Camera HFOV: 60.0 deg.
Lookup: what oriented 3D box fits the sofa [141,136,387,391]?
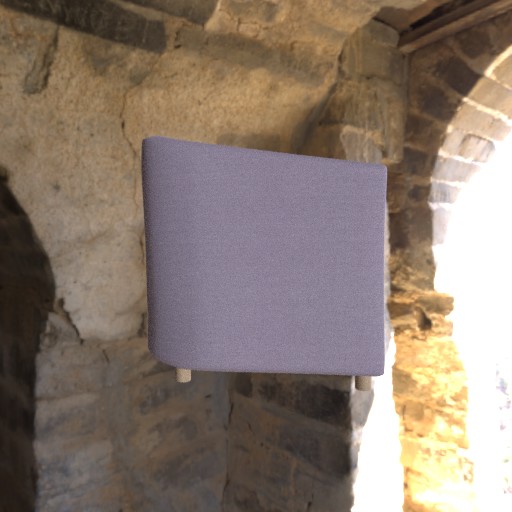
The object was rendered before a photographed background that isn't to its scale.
[{"bbox_3d":[0.000,0.000,1.843,0.705,0.721,1.452,0,-1,1],"label":"sofa"}]
